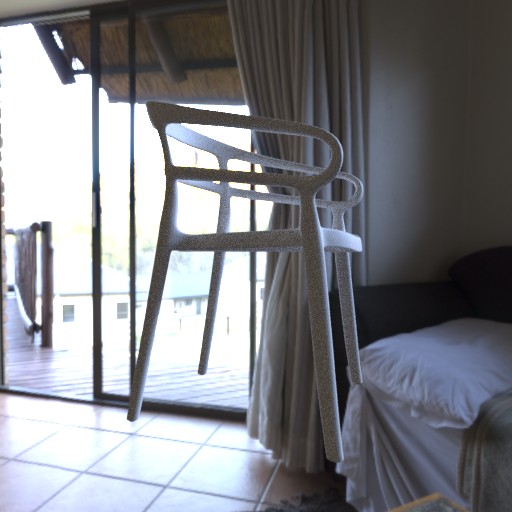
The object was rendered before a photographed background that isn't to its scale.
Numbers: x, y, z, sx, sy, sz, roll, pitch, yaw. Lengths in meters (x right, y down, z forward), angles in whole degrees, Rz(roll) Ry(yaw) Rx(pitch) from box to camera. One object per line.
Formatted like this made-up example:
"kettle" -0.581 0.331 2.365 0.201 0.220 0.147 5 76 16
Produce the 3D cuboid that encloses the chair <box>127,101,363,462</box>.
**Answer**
"chair" 0.000 0.000 1.135 0.527 0.761 0.559 0 1 17
